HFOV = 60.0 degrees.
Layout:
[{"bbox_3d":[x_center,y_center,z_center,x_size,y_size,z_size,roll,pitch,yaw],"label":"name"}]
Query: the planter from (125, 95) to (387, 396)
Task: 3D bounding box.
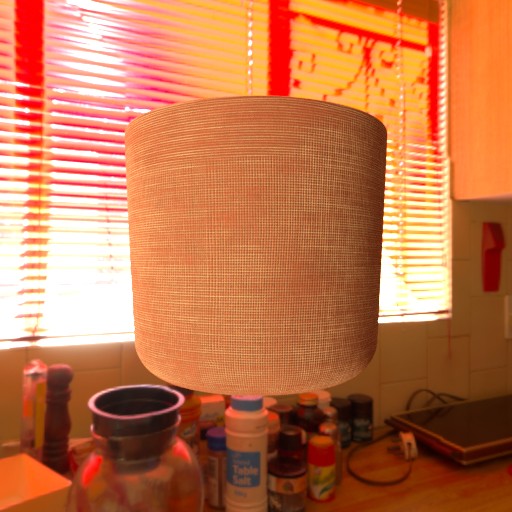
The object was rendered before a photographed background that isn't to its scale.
[{"bbox_3d":[0.000,0.000,0.771,0.440,0.398,0.440,0,-1,0],"label":"planter"}]
